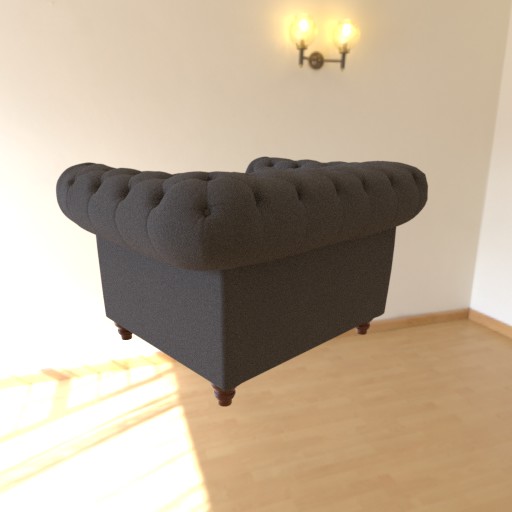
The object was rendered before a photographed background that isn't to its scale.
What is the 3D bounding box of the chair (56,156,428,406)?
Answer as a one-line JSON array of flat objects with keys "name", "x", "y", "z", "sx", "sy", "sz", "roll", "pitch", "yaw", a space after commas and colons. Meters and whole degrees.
[{"name": "chair", "x": 0.000, "y": 0.000, "z": 1.850, "sx": 1.270, "sy": 0.770, "sz": 0.976, "roll": -14, "pitch": 20, "yaw": -42}]
